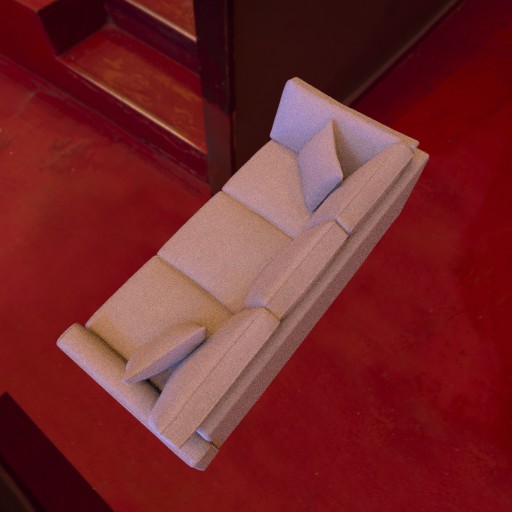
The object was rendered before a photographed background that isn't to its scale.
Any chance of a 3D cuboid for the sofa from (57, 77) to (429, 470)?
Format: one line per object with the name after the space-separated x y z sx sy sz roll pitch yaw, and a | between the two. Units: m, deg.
0.000 0.000 2.821 1.061 0.962 2.317 35 68 17 | sofa
